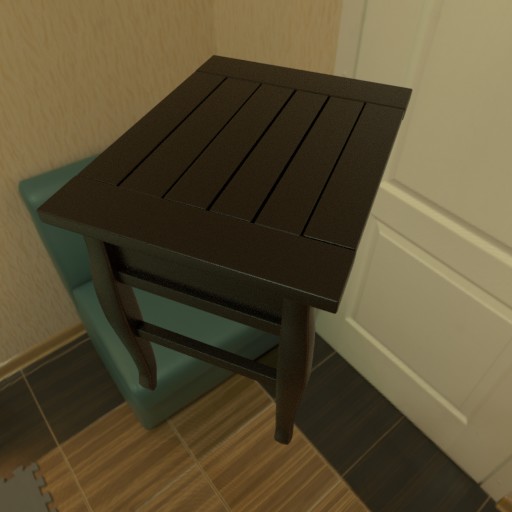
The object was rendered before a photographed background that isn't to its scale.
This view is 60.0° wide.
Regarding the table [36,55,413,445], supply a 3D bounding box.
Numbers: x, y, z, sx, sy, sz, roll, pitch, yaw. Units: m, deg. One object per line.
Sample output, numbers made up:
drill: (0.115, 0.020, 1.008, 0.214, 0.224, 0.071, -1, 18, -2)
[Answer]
table: (0.000, 0.000, 1.004, 0.460, 0.604, 0.602, 16, 49, 15)
